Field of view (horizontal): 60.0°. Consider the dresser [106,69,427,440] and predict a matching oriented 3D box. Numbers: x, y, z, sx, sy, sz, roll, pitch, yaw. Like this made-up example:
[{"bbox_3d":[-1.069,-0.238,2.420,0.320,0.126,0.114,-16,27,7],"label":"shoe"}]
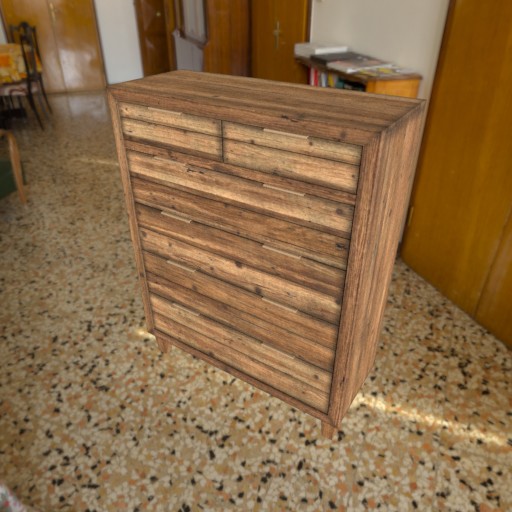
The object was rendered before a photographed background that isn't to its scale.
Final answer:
[{"bbox_3d":[0.000,0.000,1.921,1.067,1.359,0.438,19,37,28],"label":"dresser"}]
